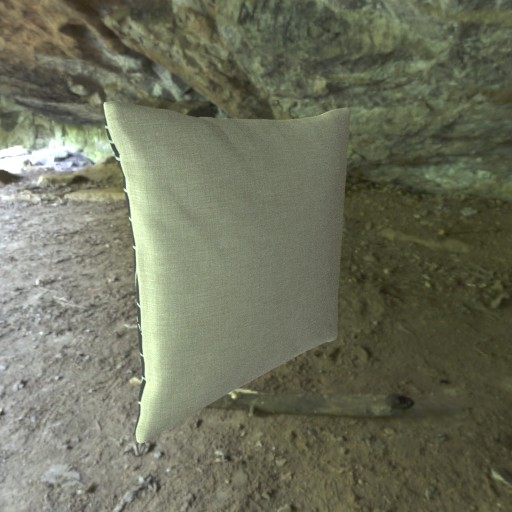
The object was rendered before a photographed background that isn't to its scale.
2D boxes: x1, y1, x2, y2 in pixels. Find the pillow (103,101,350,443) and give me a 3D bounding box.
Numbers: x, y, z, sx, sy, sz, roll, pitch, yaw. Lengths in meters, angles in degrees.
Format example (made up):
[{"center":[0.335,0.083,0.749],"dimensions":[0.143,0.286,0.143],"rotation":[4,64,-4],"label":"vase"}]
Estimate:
[{"center":[0.000,0.000,0.785],"dimensions":[0.517,0.508,0.158],"rotation":[-16,23,-42],"label":"pillow"}]
